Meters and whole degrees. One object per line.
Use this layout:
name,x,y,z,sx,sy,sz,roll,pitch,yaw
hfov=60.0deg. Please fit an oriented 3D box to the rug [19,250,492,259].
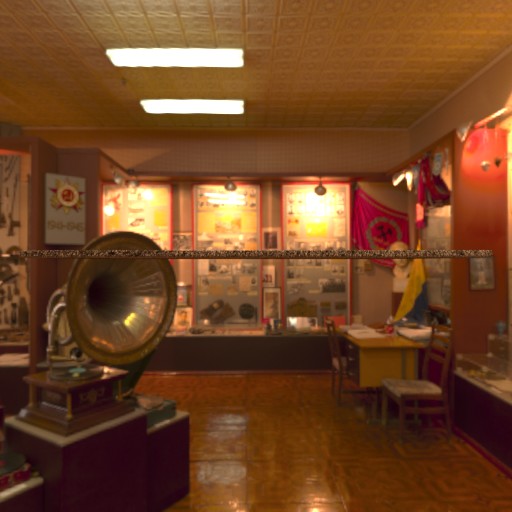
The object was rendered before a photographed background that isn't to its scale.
rug,0.000,0.000,2.090,1.601,0.025,1.198,0,-1,1
